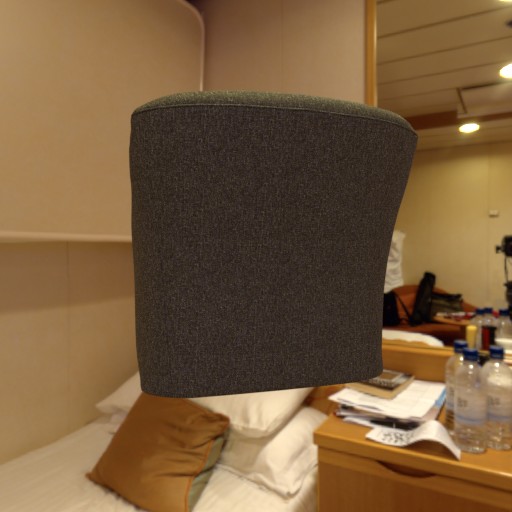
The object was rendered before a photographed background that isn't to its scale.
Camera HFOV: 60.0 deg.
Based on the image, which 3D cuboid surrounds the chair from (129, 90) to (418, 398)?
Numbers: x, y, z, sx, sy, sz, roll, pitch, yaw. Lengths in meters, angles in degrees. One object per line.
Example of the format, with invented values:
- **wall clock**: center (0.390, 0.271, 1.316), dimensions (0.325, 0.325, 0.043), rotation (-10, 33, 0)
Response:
- **chair**: center (0.000, 0.000, 1.564), dimensions (0.864, 0.856, 0.923), rotation (0, 1, -17)
